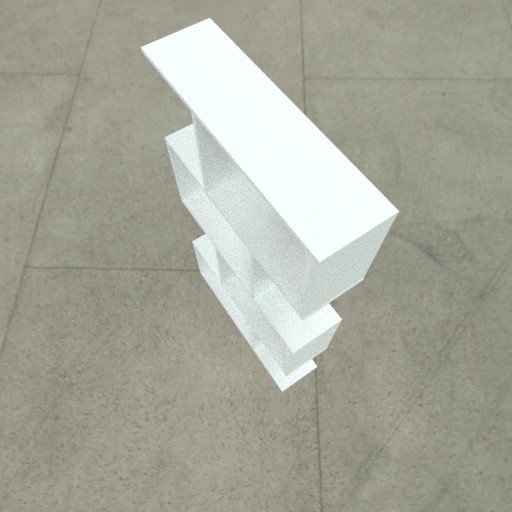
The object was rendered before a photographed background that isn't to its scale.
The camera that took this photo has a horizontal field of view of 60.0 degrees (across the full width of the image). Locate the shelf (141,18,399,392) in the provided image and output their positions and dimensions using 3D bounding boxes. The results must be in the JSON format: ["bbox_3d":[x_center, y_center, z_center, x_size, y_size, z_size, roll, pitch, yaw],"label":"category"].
[{"bbox_3d":[0.000,0.000,1.959,0.250,1.650,0.890,-31,67,-15],"label":"shelf"}]
